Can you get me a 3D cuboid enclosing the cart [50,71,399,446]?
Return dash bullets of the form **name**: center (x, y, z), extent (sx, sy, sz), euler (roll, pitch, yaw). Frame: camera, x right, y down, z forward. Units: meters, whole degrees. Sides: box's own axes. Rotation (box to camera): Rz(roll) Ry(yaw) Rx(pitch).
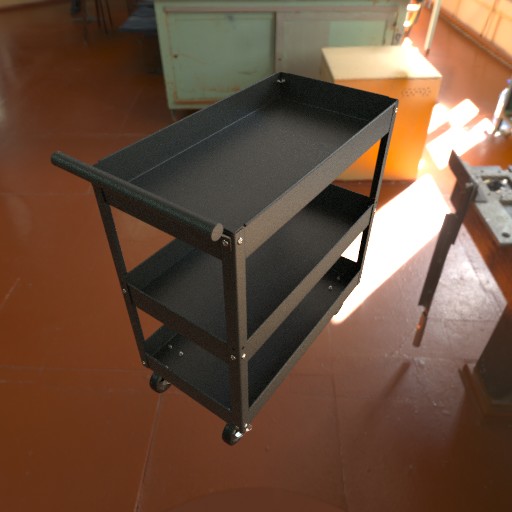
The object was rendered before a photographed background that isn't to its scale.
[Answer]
- **cart**: center (0.000, 0.000, 1.159), extent (0.366, 0.780, 0.719), euler (25, 47, 26)
